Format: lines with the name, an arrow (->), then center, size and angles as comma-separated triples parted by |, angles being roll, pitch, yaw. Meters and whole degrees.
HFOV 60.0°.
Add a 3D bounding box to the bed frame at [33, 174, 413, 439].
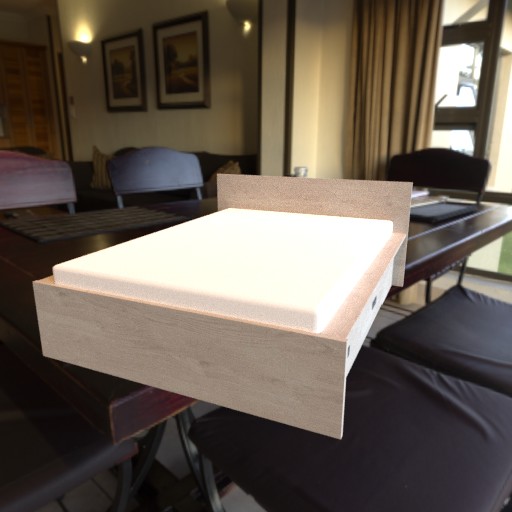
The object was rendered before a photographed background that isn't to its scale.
bed frame -> 0.000, 0.000, 2.809 | 1.622, 0.800, 1.960 | 7, 17, 23
